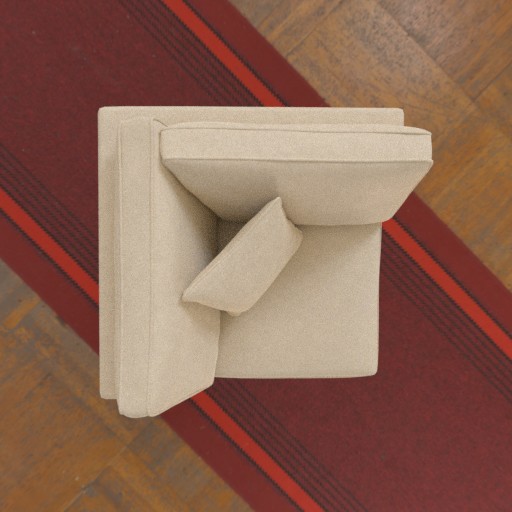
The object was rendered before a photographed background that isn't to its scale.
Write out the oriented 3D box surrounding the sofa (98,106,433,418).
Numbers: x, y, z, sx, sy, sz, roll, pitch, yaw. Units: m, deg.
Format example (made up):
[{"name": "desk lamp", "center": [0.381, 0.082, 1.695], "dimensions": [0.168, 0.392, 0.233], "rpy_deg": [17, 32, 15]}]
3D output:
[{"name": "sofa", "center": [0.000, 0.000, 1.909], "dimensions": [1.146, 1.002, 1.084], "rpy_deg": [0, 90, -1]}]
